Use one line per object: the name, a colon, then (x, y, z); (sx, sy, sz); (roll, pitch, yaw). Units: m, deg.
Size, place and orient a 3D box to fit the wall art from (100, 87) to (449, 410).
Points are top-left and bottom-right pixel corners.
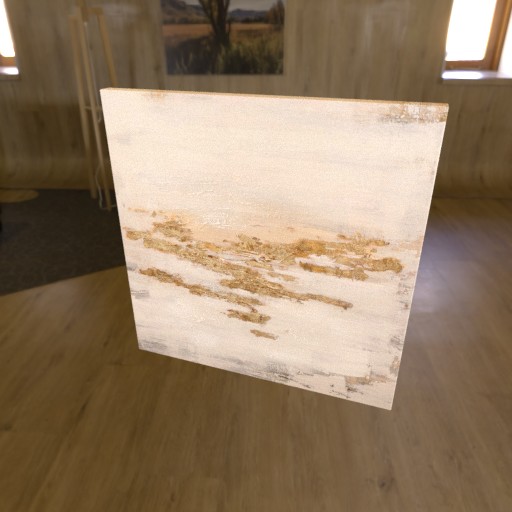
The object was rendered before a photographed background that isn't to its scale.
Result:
wall art: (0.000, 0.000, 1.101); (0.753, 0.755, 0.038); (9, 29, 17)
